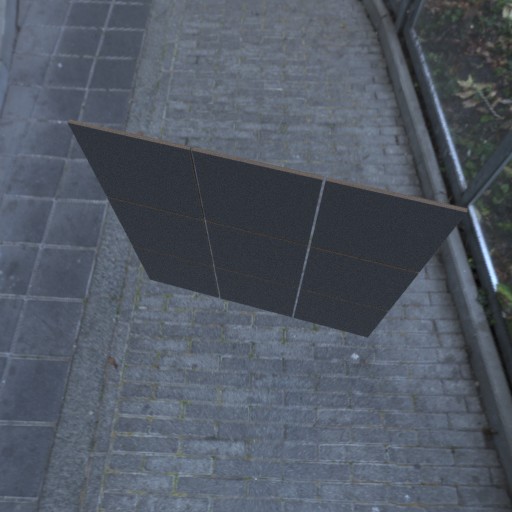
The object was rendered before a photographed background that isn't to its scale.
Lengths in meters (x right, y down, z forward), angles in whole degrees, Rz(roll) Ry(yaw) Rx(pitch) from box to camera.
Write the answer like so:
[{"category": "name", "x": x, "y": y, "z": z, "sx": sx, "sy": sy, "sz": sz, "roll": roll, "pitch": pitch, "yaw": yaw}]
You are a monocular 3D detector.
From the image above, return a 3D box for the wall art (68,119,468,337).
[{"category": "wall art", "x": 0.000, "y": 0.000, "z": 1.845, "sx": 1.216, "sy": 1.216, "sz": 0.013, "roll": 14, "pitch": 64, "yaw": 7}]
